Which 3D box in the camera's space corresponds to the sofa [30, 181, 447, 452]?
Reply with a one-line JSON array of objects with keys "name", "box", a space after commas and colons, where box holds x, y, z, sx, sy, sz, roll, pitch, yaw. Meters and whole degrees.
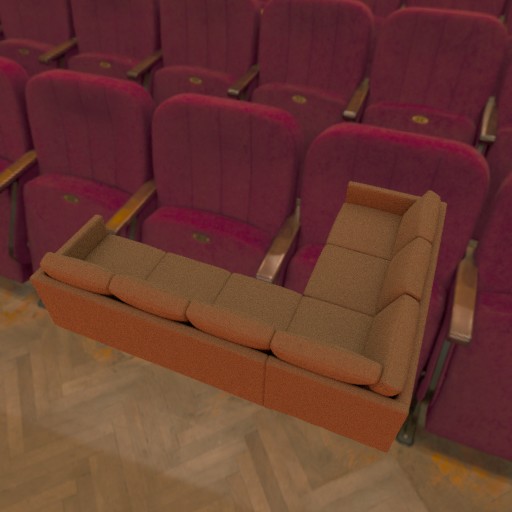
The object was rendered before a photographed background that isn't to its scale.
[{"name": "sofa", "box": [0.000, 0.000, 4.288, 3.182, 0.871, 2.432, 16, 48, 16]}]
